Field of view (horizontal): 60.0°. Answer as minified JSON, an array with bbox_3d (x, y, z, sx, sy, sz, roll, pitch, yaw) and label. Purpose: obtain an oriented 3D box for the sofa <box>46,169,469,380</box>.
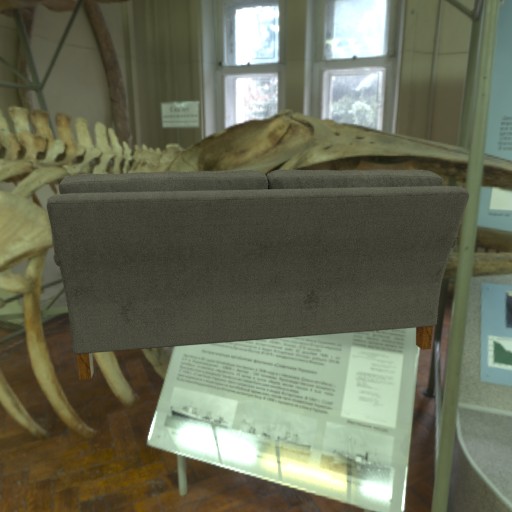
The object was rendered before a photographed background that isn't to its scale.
[{"bbox_3d":[0.000,0.000,2.757,2.165,1.087,1.086,-3,15,-10],"label":"sofa"}]
